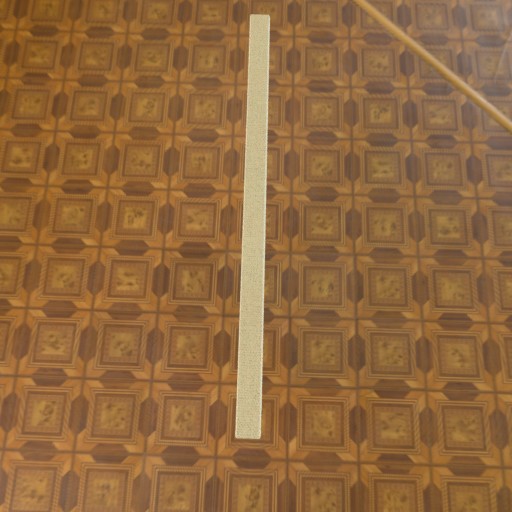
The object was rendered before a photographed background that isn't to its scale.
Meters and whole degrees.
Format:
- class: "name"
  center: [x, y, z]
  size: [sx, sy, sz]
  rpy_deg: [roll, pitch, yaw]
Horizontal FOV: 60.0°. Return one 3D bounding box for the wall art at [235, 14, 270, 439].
- class: "wall art"
  center: [0.000, 0.000, 0.598]
  size: [0.023, 0.405, 0.405]
  rpy_deg: [1, 75, 0]
